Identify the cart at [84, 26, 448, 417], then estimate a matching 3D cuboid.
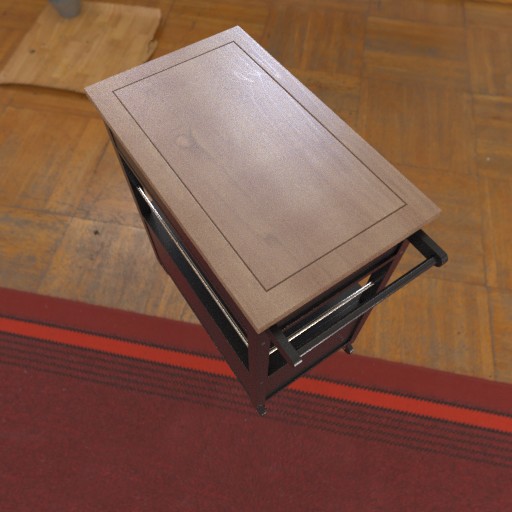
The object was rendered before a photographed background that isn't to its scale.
[{"bbox_3d":[0.000,0.000,1.373,0.459,0.901,0.840,-31,64,-17],"label":"cart"}]
